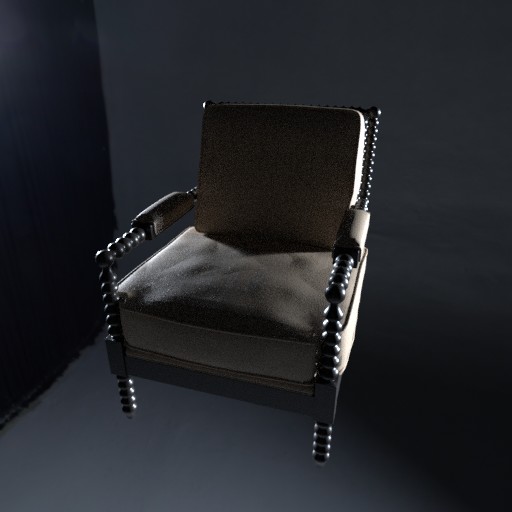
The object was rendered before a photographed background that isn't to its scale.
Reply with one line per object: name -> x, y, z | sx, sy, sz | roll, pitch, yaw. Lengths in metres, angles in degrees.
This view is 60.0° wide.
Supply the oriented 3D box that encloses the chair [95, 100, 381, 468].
chair -> 0.000, 0.000, 1.161 | 0.555, 0.703, 0.657 | 8, 27, 16
